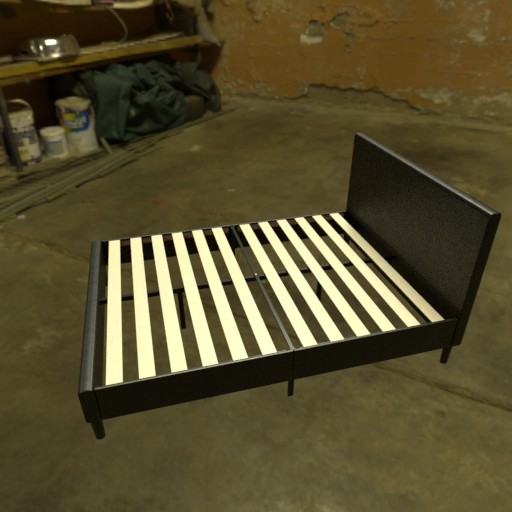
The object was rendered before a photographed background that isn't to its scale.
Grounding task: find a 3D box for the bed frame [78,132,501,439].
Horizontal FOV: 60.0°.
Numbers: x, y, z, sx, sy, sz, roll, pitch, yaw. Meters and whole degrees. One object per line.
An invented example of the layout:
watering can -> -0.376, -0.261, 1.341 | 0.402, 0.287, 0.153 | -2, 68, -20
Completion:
bed frame -> 0.000, 0.000, 3.094 | 2.318, 1.127, 1.634 | -8, 32, -13
